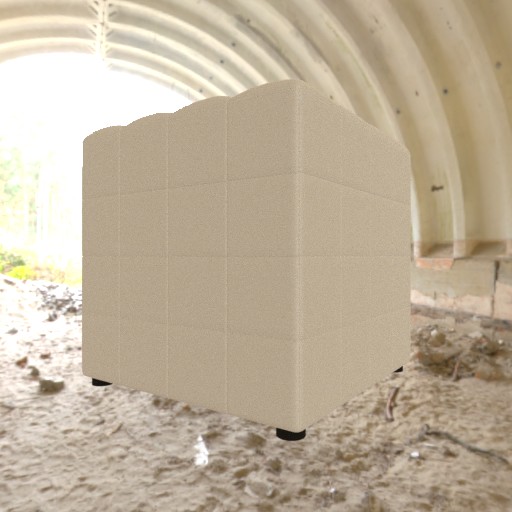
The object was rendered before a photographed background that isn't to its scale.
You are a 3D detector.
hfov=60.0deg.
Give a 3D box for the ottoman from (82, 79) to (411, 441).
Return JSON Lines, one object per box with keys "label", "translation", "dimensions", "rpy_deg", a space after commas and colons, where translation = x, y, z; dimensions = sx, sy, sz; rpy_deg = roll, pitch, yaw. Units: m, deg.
{"label": "ottoman", "translation": [0.000, 0.000, 0.794], "dimensions": [0.425, 0.432, 0.425], "rpy_deg": [0, 0, 36]}
